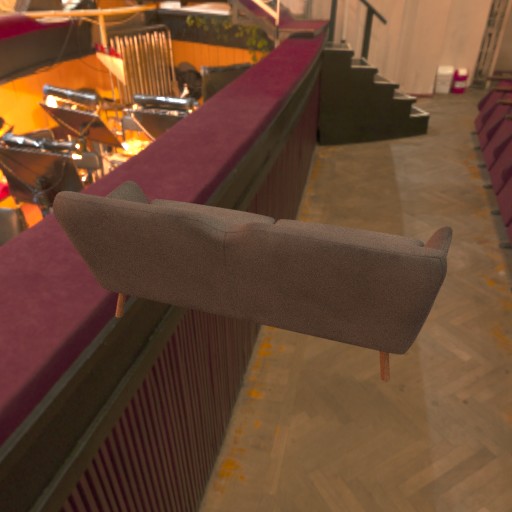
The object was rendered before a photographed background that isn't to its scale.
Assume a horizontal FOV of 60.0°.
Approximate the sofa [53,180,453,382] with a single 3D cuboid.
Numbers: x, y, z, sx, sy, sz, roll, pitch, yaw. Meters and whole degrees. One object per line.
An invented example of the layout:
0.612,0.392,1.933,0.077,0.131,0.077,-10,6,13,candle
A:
0.000,0.000,2.297,1.870,0.810,0.850,10,34,15,sofa
